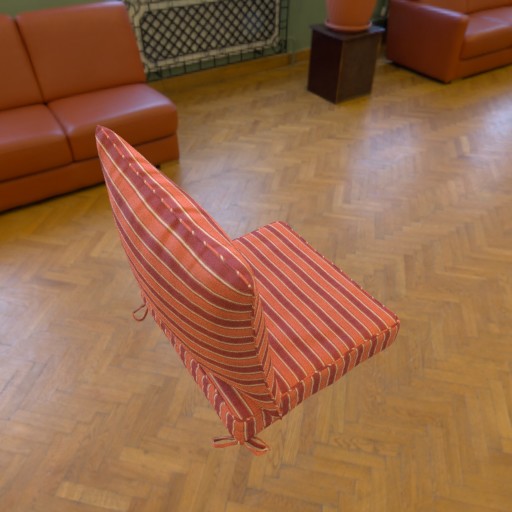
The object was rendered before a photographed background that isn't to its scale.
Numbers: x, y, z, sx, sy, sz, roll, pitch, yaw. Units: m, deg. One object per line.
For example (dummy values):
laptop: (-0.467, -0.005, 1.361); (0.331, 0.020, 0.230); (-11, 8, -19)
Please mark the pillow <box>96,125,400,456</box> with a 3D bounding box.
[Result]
pillow: (0.000, 0.000, 1.373); (0.733, 0.723, 0.799); (-24, 47, -25)
